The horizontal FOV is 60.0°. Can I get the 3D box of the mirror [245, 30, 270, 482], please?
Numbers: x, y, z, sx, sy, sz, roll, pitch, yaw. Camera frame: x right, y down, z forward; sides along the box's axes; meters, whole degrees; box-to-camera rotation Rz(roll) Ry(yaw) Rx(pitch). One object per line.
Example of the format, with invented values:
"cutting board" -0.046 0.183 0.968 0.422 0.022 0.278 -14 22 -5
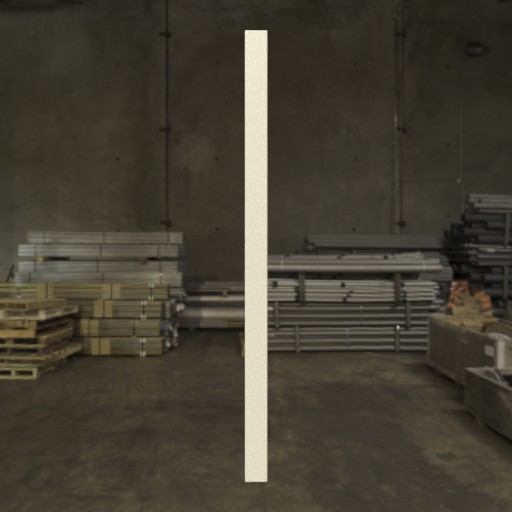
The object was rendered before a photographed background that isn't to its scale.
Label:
"mirror" 0.000 0.000 0.950 0.040 0.710 0.507 0 0 -1
